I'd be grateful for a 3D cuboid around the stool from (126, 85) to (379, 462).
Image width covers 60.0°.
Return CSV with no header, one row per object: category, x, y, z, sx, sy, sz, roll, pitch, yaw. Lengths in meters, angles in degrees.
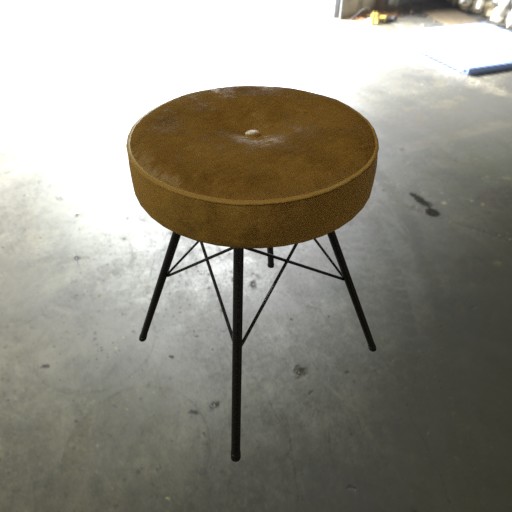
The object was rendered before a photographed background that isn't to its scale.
stool,0.000,0.000,0.942,0.472,0.595,0.438,-26,48,-27
